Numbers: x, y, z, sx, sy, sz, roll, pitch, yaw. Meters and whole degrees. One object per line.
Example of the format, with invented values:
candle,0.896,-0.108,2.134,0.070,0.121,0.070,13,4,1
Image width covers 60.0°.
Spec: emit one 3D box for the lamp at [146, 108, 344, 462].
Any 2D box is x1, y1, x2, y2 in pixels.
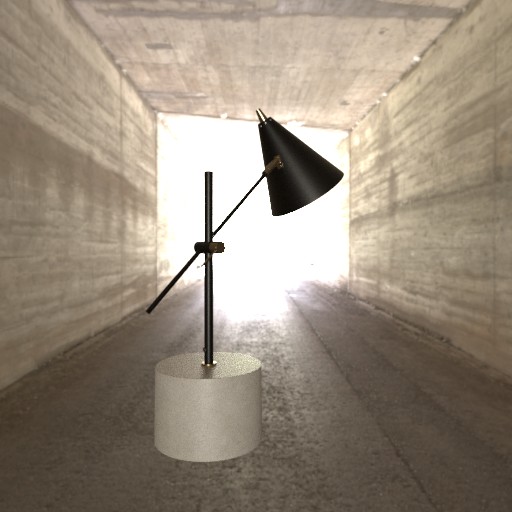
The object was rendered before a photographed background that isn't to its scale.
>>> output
lamp,0.000,0.000,0.721,0.403,0.518,0.214,0,1,-36
